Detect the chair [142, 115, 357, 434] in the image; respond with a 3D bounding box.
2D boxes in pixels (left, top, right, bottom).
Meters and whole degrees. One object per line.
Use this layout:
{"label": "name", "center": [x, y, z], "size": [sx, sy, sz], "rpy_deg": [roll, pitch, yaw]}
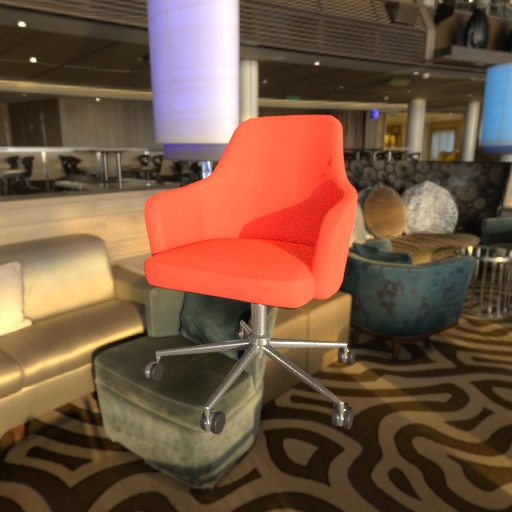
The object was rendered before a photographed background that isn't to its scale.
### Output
{"label": "chair", "center": [0.000, 0.000, 1.297], "size": [0.655, 0.820, 0.600], "rpy_deg": [7, 15, 26]}
